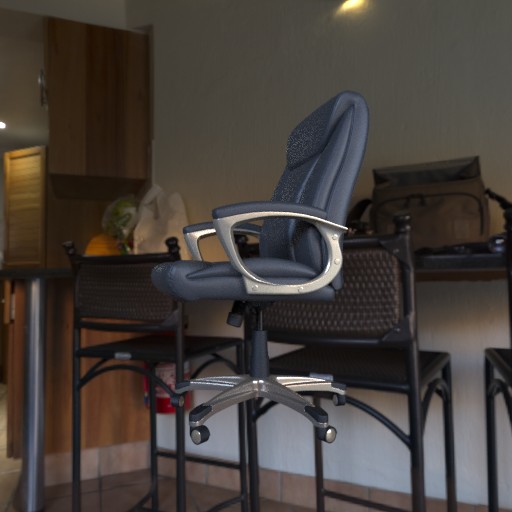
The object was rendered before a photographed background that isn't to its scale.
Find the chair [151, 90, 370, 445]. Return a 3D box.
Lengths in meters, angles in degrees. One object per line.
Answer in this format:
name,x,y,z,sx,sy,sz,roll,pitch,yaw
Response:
chair,0.000,0.000,1.680,0.748,1.188,0.694,1,-2,-18
